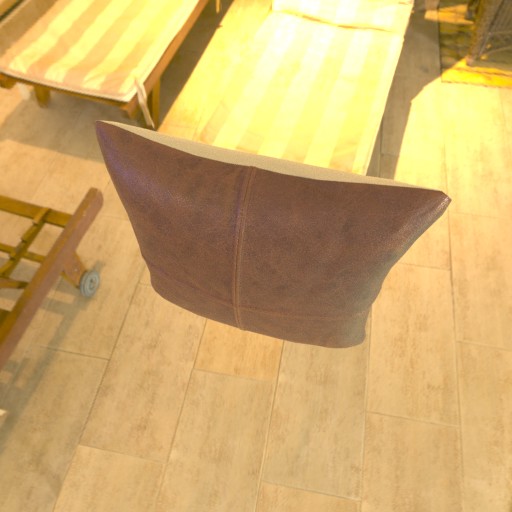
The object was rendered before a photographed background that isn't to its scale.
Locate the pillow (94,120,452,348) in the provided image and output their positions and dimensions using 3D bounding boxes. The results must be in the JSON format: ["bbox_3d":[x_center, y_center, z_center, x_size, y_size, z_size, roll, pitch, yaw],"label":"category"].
[{"bbox_3d":[0.000,0.000,0.751,0.484,0.470,0.192,14,59,9],"label":"pillow"}]
